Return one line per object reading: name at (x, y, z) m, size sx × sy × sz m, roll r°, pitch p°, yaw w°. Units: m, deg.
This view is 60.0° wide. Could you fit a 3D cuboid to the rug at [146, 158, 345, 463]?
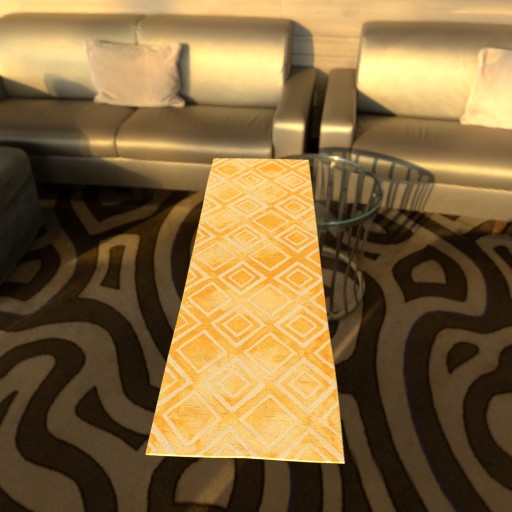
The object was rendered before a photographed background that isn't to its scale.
rug at (0.000, 0.000, 2.632) m, size 0.775 × 0.010 × 2.438 m, roll 1°, pitch 40°, yaw 2°
